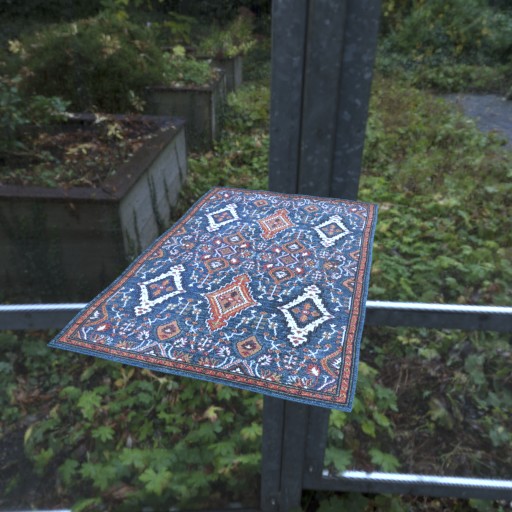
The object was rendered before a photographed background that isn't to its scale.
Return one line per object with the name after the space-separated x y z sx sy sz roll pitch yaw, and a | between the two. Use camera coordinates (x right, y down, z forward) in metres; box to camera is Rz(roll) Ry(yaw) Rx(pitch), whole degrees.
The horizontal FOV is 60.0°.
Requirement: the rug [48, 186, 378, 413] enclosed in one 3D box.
0.000 0.000 2.367 1.195 0.014 1.847 8 30 14 | rug
